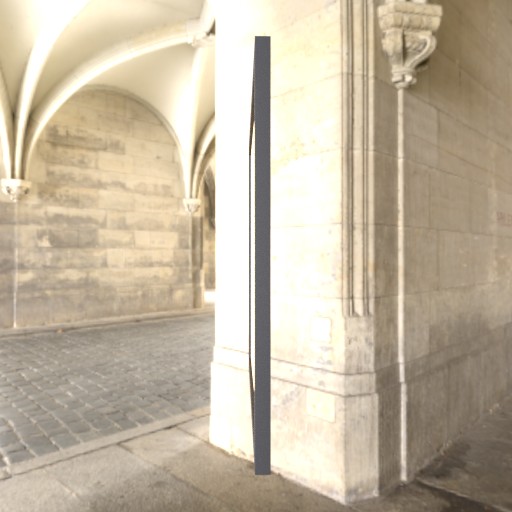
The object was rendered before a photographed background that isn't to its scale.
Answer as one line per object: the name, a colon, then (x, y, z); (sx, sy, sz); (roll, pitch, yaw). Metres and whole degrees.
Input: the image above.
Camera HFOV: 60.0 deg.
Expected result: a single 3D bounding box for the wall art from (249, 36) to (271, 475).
wall art: (0.000, 0.000, 0.536); (0.013, 0.356, 0.356); (0, 0, -2)
